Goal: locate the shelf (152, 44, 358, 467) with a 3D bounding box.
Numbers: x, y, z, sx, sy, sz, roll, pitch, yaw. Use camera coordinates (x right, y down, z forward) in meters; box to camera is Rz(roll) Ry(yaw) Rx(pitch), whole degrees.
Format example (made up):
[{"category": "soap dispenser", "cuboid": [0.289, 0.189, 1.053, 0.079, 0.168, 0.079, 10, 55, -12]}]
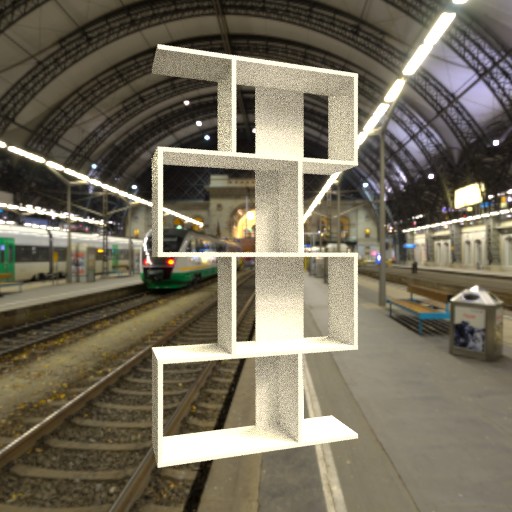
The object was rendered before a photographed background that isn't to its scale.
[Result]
[{"category": "shelf", "cuboid": [0.000, 0.000, 1.985, 0.890, 1.650, 0.250, 0, 0, -18]}]
